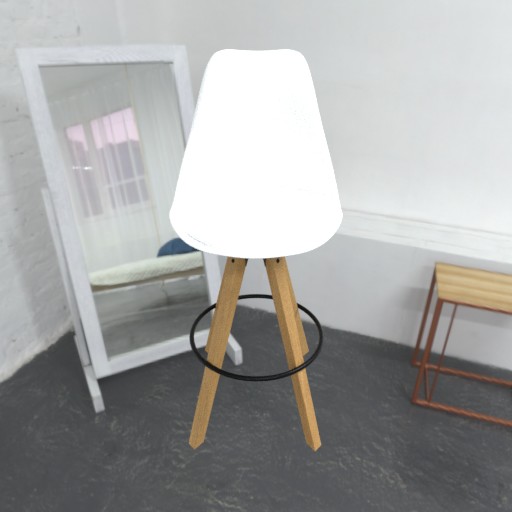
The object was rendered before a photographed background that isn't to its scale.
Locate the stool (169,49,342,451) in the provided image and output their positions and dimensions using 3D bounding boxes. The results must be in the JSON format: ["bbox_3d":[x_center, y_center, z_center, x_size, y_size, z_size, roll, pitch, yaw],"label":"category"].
[{"bbox_3d":[0.000,0.000,1.356,0.482,1.115,0.549,0,29,1],"label":"stool"}]
